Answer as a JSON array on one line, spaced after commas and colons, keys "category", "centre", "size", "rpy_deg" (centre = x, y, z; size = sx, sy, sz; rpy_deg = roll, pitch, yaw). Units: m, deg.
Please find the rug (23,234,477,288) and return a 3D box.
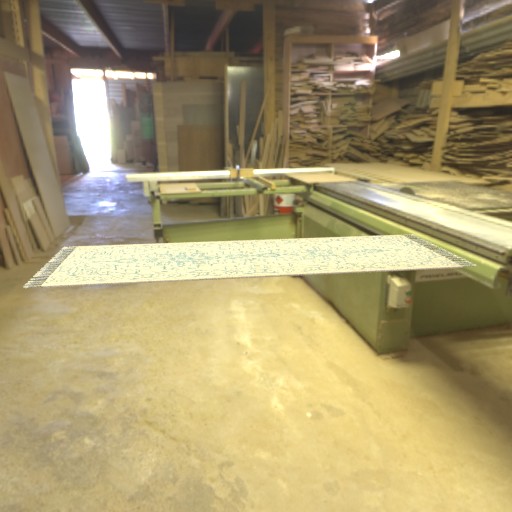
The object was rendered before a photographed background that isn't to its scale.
[{"category": "rug", "centre": [0.000, 0.000, 2.716], "size": [2.449, 0.011, 0.774], "rpy_deg": [-2, 17, -8]}]
